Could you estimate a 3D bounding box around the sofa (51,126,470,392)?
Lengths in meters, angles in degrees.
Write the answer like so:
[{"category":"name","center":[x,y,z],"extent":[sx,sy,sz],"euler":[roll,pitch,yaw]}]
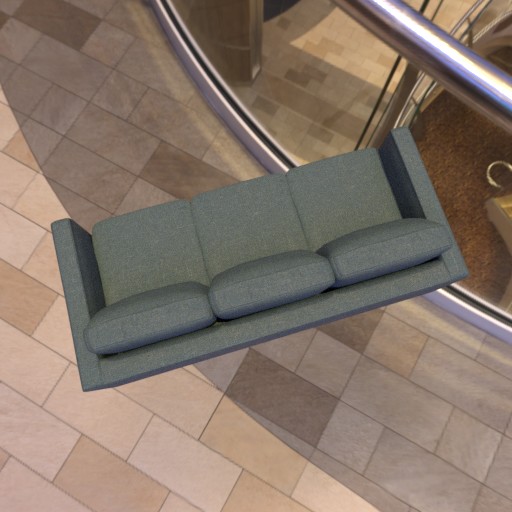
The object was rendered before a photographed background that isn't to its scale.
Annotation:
[{"category":"sofa","center":[0.000,0.000,2.526],"extent":[2.013,0.945,0.935],"euler":[-16,77,-4]}]
